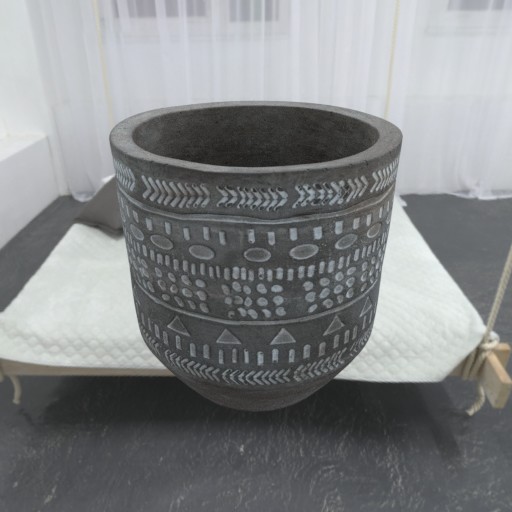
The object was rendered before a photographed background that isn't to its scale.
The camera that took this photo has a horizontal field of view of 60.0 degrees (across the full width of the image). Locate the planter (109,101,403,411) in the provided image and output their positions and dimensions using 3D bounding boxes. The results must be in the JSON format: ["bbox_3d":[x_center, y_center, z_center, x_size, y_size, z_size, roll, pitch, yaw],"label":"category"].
[{"bbox_3d":[0.000,0.000,0.257,0.142,0.149,0.142,0,29,0],"label":"planter"}]
